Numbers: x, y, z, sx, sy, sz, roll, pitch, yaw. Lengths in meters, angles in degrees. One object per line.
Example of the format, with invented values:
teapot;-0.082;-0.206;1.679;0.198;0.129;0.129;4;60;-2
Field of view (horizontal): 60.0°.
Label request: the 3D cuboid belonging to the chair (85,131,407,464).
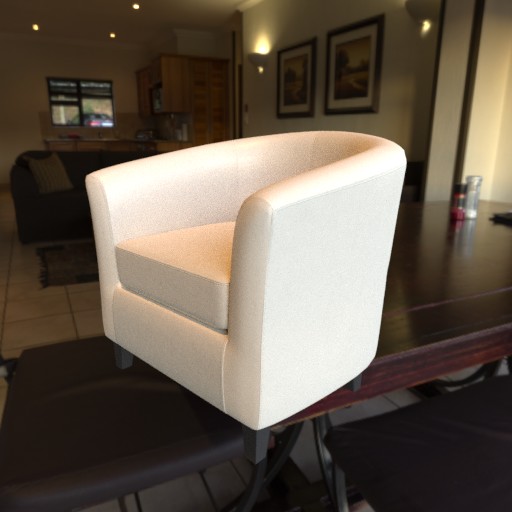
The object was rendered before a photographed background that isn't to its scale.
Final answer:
chair;0.000;0.000;1.385;0.792;0.756;0.727;15;21;43
